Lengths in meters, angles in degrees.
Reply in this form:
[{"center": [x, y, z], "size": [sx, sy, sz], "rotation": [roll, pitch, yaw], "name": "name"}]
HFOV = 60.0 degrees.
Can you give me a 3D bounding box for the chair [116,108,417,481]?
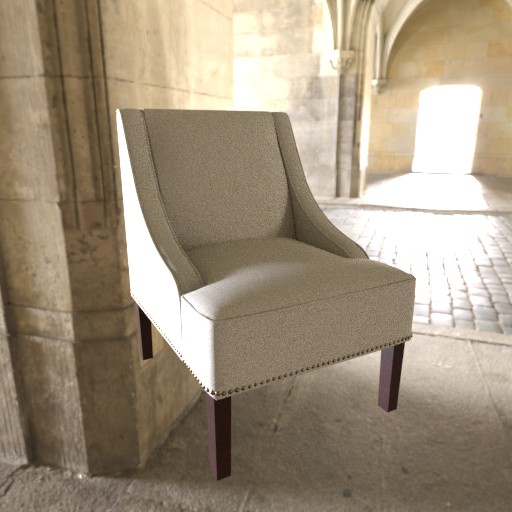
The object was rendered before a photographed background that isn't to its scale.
[{"center": [0.000, 0.000, 1.355], "size": [0.628, 0.872, 0.748], "rotation": [-9, 18, -28], "name": "chair"}]
